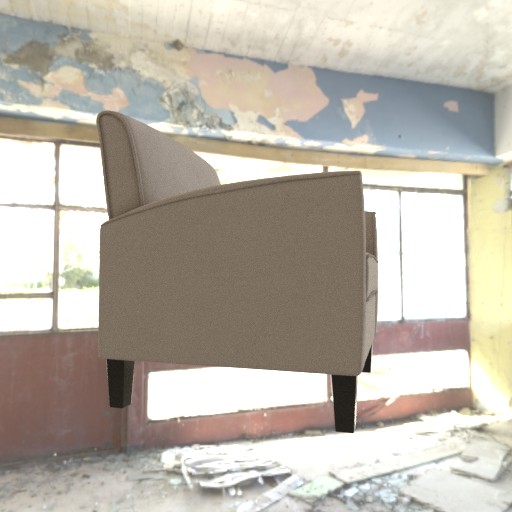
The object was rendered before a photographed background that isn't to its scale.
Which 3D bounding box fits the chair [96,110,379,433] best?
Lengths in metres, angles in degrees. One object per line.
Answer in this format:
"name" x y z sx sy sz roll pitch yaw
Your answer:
"chair" 0.000 0.000 1.579 0.820 0.915 0.820 -1 -2 18
